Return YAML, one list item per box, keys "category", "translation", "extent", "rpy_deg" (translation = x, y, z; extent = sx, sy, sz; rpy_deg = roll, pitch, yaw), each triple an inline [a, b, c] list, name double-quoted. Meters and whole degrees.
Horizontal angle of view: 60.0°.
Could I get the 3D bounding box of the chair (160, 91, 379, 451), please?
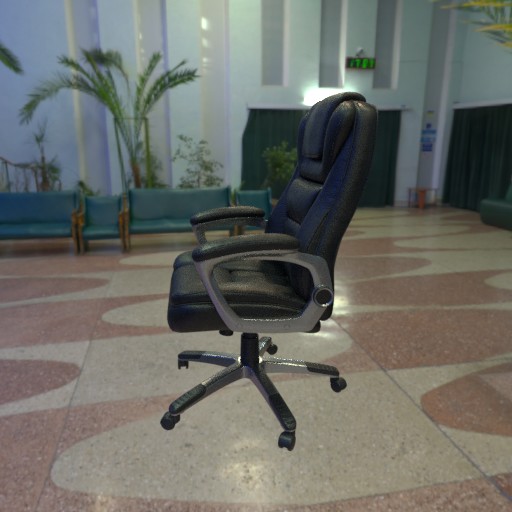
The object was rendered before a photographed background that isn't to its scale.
- category: "chair"
  translation: [0.000, 0.000, 1.540]
  extent: [0.689, 1.075, 0.697]
  rpy_deg: [-2, 14, -9]
